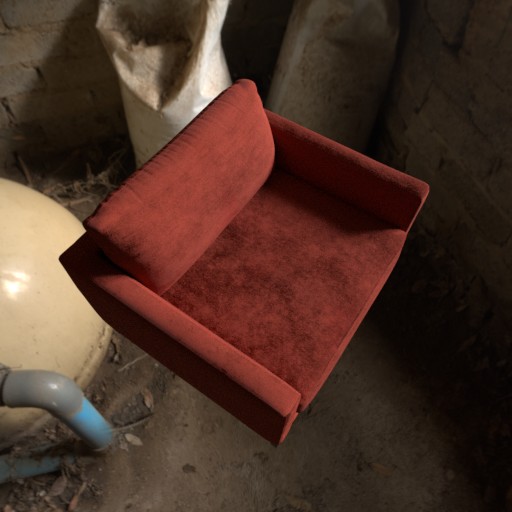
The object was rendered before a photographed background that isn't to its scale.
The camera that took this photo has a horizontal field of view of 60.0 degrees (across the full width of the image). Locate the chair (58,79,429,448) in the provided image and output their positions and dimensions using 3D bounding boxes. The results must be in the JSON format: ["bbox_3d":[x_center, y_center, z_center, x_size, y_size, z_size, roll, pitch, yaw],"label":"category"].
[{"bbox_3d":[0.000,0.000,1.626,0.875,0.812,0.964,30,63,17],"label":"chair"}]
